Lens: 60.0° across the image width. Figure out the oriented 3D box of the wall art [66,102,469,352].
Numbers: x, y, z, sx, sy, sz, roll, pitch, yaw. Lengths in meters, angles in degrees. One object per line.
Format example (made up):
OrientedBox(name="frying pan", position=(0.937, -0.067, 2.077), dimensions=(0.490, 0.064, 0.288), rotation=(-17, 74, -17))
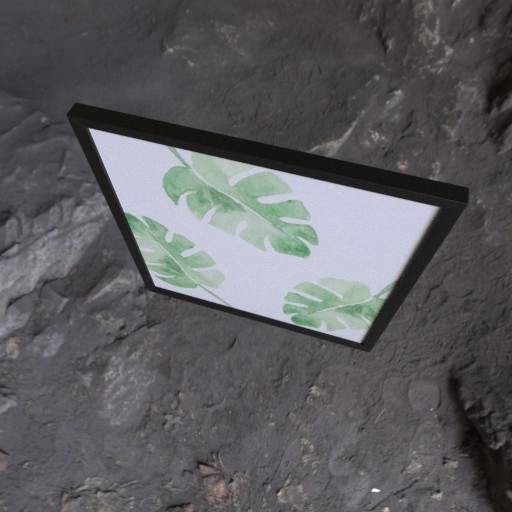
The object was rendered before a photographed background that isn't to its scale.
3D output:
OrientedBox(name="wall art", position=(0.000, 0.000, 1.147), dimensions=(0.765, 0.765, 0.038), rotation=(14, 60, 9))
